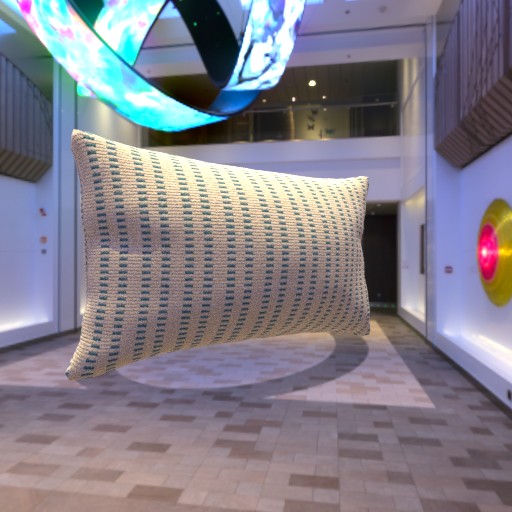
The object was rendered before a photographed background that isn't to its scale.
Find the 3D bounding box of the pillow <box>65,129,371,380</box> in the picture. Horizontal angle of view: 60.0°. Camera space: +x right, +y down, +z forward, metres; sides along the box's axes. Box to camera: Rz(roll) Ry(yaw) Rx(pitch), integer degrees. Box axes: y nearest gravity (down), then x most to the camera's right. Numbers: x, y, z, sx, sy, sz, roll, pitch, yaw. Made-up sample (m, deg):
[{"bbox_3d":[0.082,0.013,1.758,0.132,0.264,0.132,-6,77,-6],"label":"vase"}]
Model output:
[{"bbox_3d":[0.000,0.000,0.799,0.640,0.353,0.210,0,0,-36],"label":"pillow"}]
